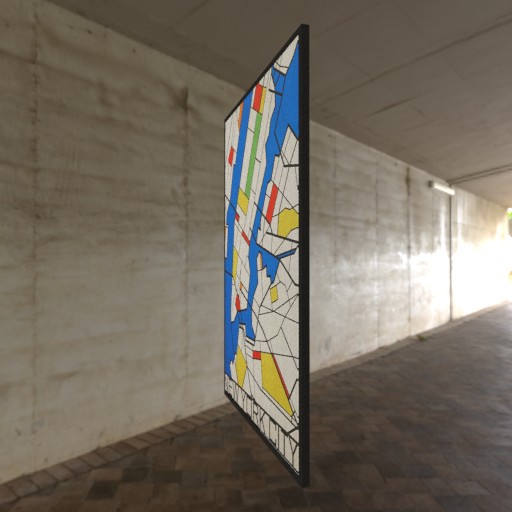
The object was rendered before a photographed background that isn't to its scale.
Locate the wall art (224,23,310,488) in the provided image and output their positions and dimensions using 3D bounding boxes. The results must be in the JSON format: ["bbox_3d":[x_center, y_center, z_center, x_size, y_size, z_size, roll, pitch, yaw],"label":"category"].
[{"bbox_3d":[0.000,0.000,0.846,0.013,0.657,0.457,0,0,-18],"label":"wall art"}]
